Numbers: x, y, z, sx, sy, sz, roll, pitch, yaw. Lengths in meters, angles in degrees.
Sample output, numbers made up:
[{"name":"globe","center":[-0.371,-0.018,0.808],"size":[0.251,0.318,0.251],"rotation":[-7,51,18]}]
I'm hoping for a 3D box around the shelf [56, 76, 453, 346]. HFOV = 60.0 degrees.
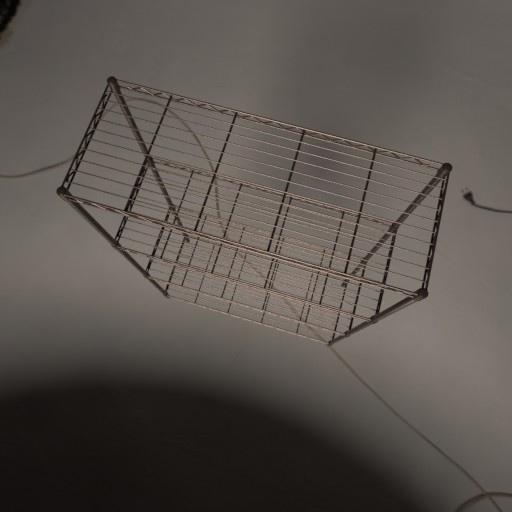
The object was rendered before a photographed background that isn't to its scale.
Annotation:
[{"name":"shelf","center":[0.000,0.000,1.729],"size":[0.907,1.361,0.352],"rotation":[16,75,4]}]
